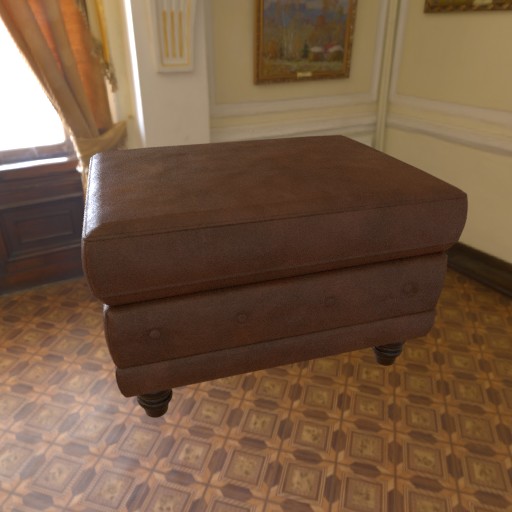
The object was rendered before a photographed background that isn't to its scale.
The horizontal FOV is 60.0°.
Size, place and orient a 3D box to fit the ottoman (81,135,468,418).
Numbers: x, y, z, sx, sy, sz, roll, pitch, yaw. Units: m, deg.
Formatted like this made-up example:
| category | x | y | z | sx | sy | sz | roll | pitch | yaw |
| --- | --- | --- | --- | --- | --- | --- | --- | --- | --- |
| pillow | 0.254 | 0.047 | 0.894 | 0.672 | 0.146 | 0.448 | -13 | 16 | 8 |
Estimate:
| category | x | y | z | sx | sy | sz | roll | pitch | yaw |
| --- | --- | --- | --- | --- | --- | --- | --- | --- | --- |
| ottoman | 0.000 | 0.000 | 1.182 | 0.795 | 0.509 | 0.588 | -8 | 28 | -15 |
